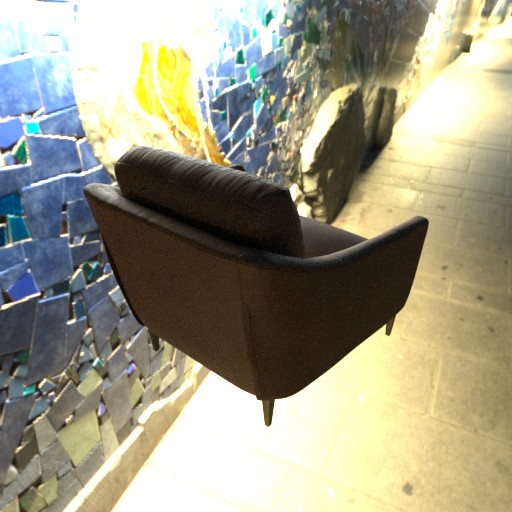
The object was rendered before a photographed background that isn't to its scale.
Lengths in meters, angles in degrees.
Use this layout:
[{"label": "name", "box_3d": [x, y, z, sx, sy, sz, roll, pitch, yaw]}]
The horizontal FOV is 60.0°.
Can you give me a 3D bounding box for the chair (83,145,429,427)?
[{"label": "chair", "box_3d": [0.000, 0.000, 1.733, 0.988, 0.895, 0.963, 23, 38, 33]}]
